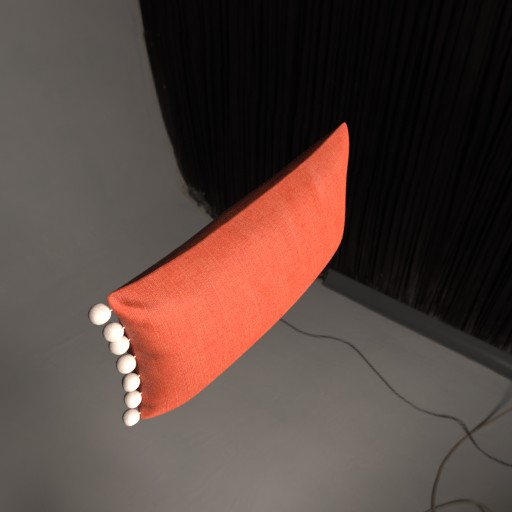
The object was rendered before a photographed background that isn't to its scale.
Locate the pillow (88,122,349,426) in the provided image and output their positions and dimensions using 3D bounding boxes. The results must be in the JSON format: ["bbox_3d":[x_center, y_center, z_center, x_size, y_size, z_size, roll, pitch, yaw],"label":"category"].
[{"bbox_3d":[0.000,0.000,0.872,0.201,0.322,0.709,26,47,27],"label":"pillow"}]
